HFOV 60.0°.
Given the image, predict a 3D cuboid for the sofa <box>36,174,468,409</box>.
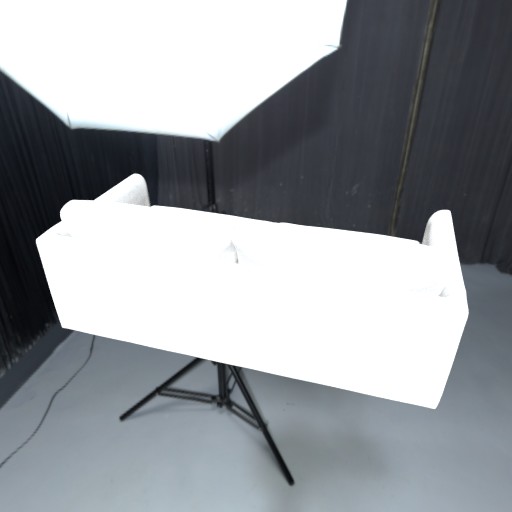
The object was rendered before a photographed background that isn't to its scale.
[{"bbox_3d":[0.000,0.000,2.729,2.588,0.838,1.090,9,32,14],"label":"sofa"}]
